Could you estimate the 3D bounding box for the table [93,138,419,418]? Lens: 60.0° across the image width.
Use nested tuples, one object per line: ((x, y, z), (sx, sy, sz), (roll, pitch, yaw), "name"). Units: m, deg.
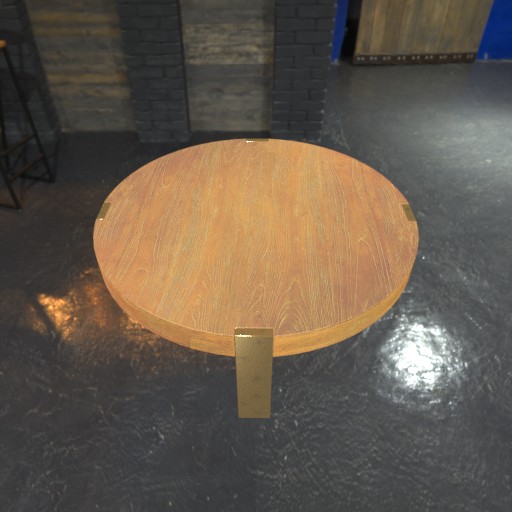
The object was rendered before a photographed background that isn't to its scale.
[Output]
((0.000, 0.000, 1.699), (1.100, 0.420, 1.100), (0, 42, 0), "table")
